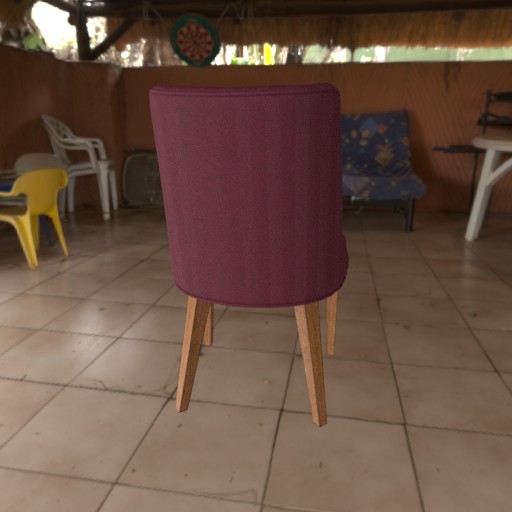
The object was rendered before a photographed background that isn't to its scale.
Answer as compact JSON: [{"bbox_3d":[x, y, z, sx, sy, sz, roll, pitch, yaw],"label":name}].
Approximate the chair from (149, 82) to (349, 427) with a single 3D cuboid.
[{"bbox_3d":[0.000,0.000,1.310,0.548,0.916,0.638,3,16,9],"label":"chair"}]
